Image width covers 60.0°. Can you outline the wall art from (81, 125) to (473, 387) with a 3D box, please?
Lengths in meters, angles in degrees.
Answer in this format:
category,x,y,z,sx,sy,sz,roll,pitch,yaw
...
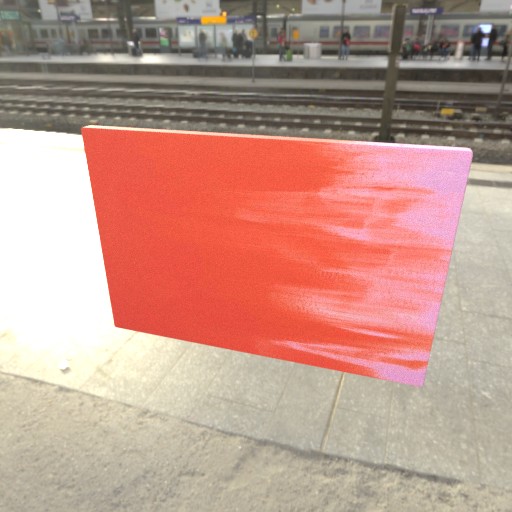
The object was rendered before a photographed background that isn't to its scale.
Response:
category,x,y,z,sx,sy,sz,roll,pitch,yaw
wall art,0.000,0.000,1.147,0.913,0.609,0.040,8,27,15
